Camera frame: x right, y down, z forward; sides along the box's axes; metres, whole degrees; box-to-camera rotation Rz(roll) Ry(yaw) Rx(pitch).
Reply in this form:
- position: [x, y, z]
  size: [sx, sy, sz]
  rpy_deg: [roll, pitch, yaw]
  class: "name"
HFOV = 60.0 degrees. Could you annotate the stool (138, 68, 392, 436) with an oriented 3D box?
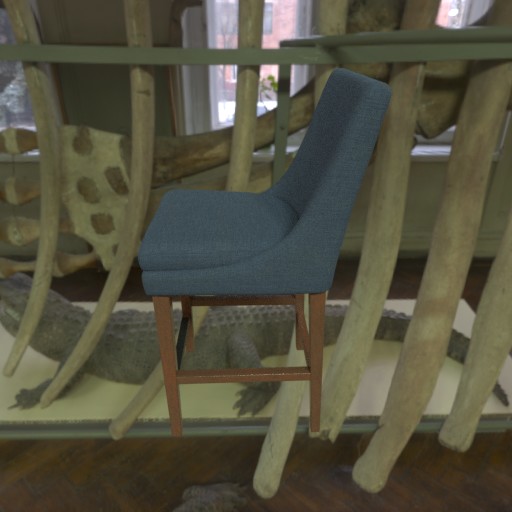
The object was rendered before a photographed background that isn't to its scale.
- position: [0.000, 0.000, 1.287]
  size: [0.577, 0.981, 0.470]
  rpy_deg: [-1, 27, -2]
  class: "stool"
